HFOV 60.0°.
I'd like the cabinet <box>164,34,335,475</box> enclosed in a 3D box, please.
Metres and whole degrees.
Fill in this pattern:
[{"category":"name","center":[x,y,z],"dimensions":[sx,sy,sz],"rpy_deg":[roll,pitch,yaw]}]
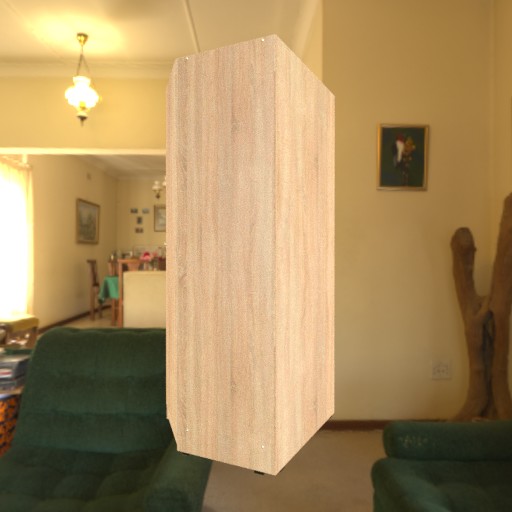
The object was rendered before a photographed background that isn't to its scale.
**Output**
[{"category":"cabinet","center":[0.000,0.000,2.781],"dimensions":[1.094,2.120,1.327],"rpy_deg":[0,0,-18]}]
